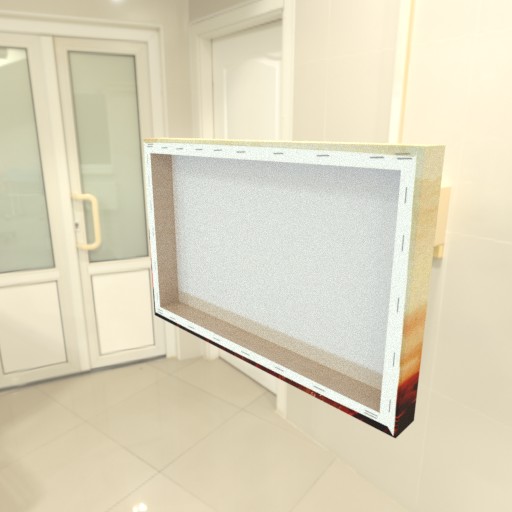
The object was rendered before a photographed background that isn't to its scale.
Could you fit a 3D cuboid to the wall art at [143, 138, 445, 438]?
[{"bbox_3d":[0.000,0.000,0.498,0.383,0.251,0.037,15,22,43],"label":"wall art"}]
